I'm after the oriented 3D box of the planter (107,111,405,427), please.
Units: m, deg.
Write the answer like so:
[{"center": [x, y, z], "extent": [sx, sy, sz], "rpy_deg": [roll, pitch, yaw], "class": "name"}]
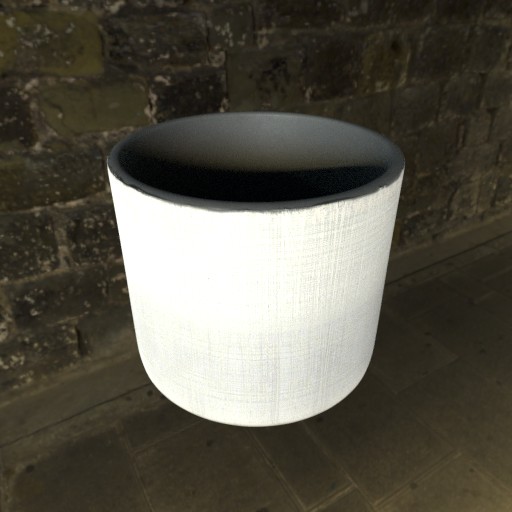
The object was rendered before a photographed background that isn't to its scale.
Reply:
[{"center": [0.000, 0.000, 0.394], "extent": [0.226, 0.201, 0.226], "rpy_deg": [0, 32, 0], "class": "planter"}]
